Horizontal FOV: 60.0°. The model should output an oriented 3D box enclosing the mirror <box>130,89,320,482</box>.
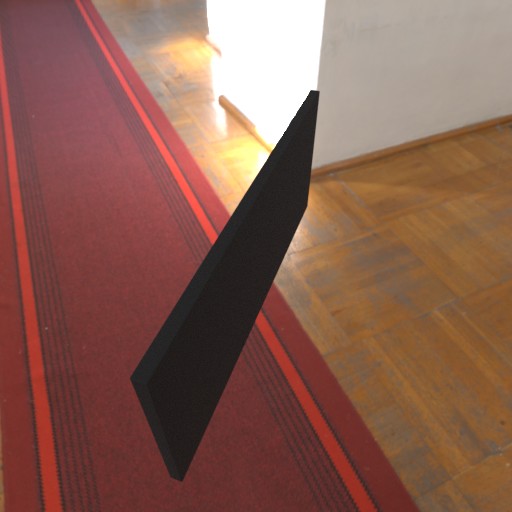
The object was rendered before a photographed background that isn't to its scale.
[{"bbox_3d":[0.000,0.000,1.800,0.047,0.692,1.584,15,48,14],"label":"mirror"}]
